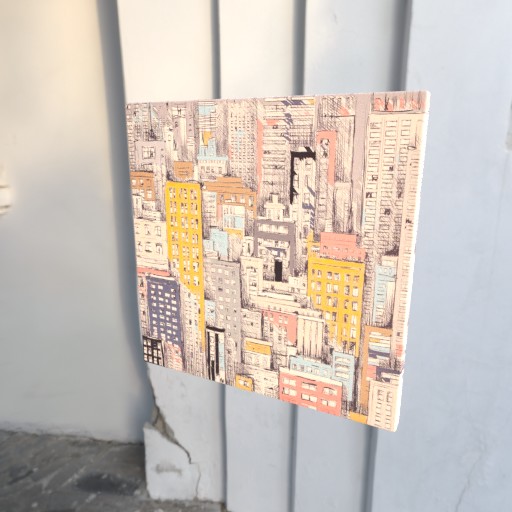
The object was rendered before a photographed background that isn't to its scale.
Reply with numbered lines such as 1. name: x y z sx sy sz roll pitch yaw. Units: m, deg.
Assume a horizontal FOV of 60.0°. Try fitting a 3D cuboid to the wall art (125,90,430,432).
1. wall art: 0.000 0.000 1.133 0.761 0.762 0.048 8 17 26
